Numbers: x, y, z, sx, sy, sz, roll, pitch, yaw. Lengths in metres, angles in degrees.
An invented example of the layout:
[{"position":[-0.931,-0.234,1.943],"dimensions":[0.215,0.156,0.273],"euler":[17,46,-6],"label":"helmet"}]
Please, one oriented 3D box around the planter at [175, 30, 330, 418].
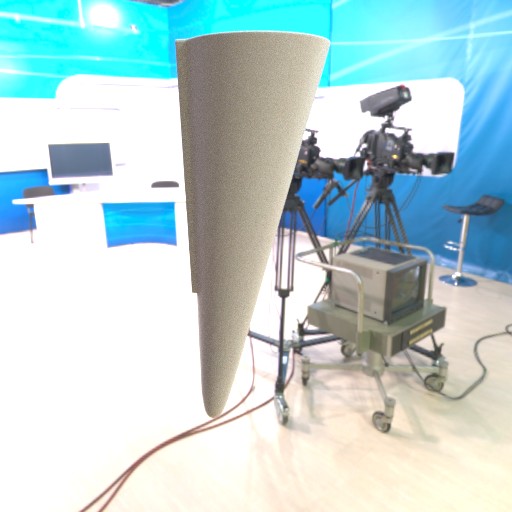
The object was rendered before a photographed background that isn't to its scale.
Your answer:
[{"position":[0.000,0.000,0.221],"dimensions":[0.064,0.193,0.057],"euler":[3,17,9],"label":"planter"}]
